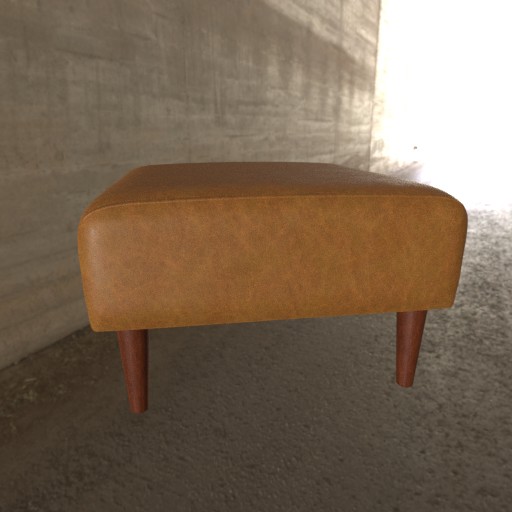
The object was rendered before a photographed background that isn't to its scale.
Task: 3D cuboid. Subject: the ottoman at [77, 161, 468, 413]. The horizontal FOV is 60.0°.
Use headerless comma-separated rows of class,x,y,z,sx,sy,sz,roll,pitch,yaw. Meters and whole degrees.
ottoman,0.000,0.000,1.025,0.650,0.399,0.650,-3,16,-9
